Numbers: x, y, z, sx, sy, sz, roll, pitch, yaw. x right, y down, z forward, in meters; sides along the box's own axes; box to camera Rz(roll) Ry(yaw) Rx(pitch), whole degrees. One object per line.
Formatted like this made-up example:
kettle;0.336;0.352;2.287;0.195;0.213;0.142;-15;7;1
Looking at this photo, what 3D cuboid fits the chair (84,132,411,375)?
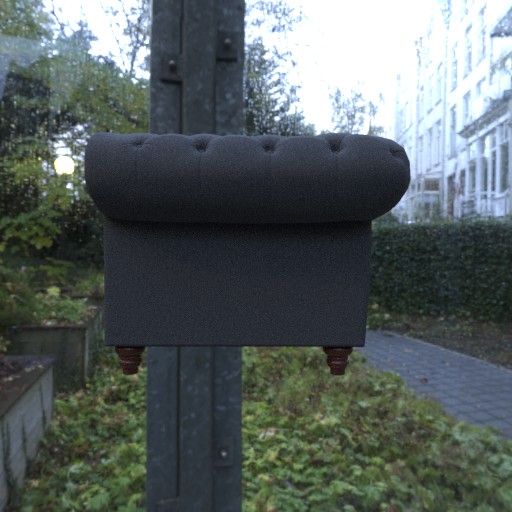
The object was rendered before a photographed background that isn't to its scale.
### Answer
chair;0.000;0.000;1.860;0.976;0.770;1.270;0;0;1
